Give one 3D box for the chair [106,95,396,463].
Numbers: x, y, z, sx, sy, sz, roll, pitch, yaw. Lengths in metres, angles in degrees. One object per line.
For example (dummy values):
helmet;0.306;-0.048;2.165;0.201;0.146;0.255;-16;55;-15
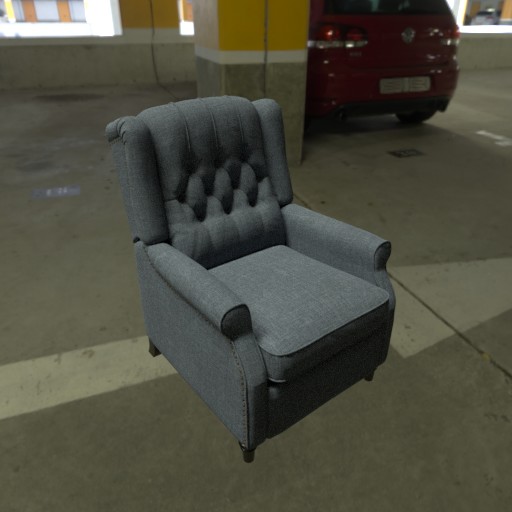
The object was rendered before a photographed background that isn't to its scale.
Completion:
chair;0.000;0.000;1.642;0.742;1.035;0.898;-20;34;-33
